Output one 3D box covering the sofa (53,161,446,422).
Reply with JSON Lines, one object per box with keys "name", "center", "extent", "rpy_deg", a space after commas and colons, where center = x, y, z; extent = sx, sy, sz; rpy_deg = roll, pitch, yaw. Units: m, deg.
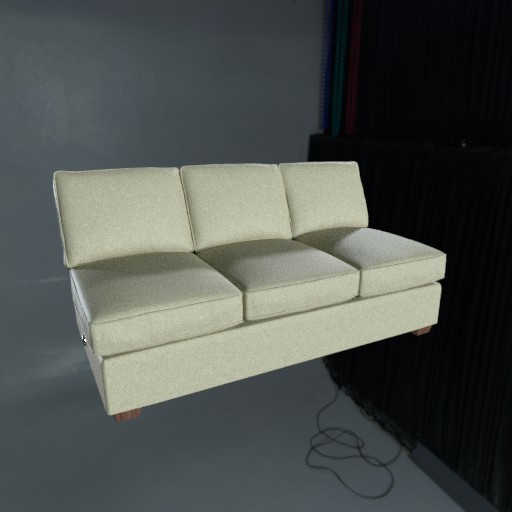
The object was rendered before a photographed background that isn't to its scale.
{"name": "sofa", "center": [0.000, 0.000, 2.495], "extent": [1.962, 0.973, 1.027], "rpy_deg": [-9, 19, -26]}
